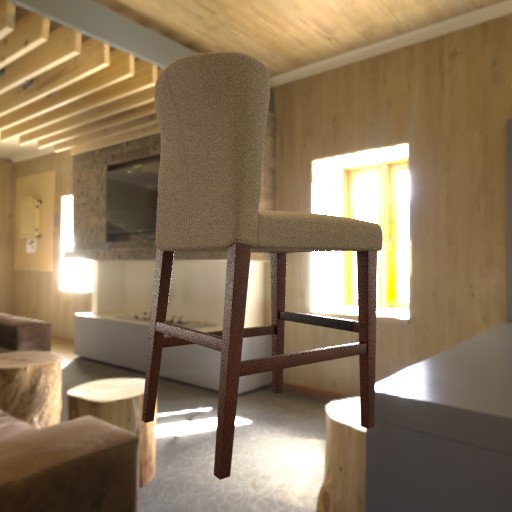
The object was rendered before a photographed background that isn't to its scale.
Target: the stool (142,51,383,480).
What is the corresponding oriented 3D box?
[{"bbox_3d":[0.000,0.000,1.283,0.568,0.968,0.479,0,-1,-36],"label":"stool"}]
